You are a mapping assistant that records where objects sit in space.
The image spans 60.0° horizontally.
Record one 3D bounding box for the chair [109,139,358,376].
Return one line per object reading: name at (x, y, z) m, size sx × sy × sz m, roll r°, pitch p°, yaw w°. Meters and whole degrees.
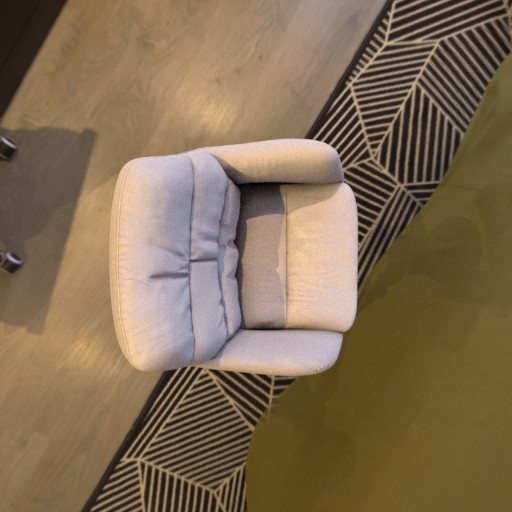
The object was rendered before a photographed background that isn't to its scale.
chair at (0.000, 0.000, 1.236) m, size 0.569 × 0.888 × 0.579 m, roll 0°, pitch 92°, yaw 0°
